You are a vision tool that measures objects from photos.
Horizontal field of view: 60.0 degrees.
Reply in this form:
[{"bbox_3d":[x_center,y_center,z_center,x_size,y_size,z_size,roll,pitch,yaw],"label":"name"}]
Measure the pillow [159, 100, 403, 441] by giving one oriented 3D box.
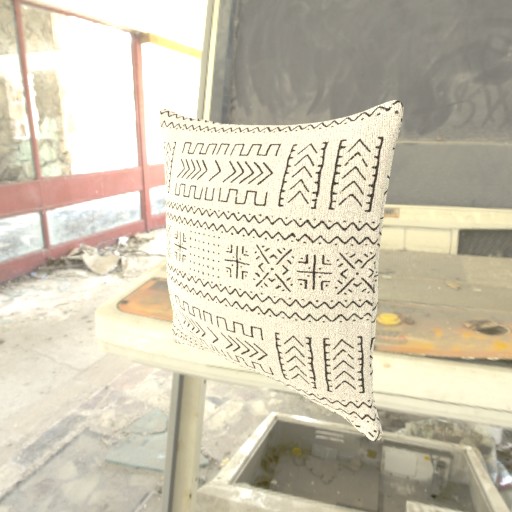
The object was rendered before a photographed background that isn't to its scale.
[{"bbox_3d":[0.000,0.000,0.661,0.438,0.430,0.164,14,21,41],"label":"pillow"}]
